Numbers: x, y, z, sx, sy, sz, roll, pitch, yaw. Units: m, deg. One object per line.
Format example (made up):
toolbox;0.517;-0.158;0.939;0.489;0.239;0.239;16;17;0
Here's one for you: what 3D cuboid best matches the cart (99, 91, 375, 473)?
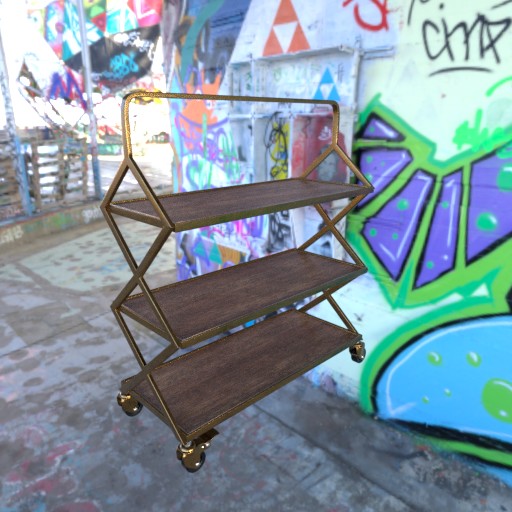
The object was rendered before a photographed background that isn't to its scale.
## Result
cart;0.000;0.000;1.190;0.723;0.805;0.313;-16;23;-42
